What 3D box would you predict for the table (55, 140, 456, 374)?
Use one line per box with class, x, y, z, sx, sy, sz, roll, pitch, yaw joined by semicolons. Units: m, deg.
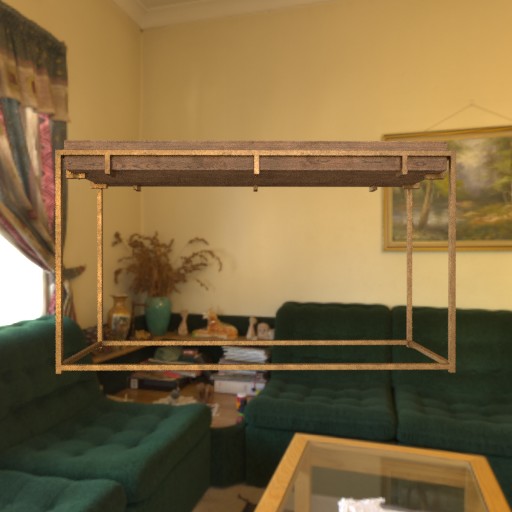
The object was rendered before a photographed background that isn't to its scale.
table;0.000;0.000;1.771;1.400;0.820;0.440;0;0;-1
